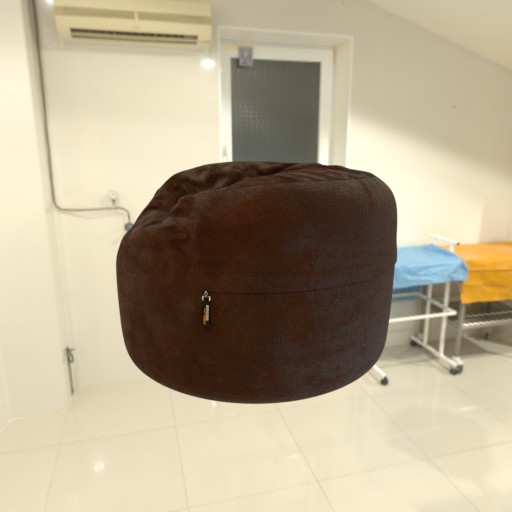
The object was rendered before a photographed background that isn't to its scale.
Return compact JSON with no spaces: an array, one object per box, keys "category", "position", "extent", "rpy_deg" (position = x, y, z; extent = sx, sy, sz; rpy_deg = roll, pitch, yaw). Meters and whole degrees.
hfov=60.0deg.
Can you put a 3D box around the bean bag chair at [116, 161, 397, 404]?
[{"category":"bean bag chair","position":[0.000,0.000,1.509],"extent":[0.918,0.616,0.918],"rpy_deg":[0,14,0]}]
